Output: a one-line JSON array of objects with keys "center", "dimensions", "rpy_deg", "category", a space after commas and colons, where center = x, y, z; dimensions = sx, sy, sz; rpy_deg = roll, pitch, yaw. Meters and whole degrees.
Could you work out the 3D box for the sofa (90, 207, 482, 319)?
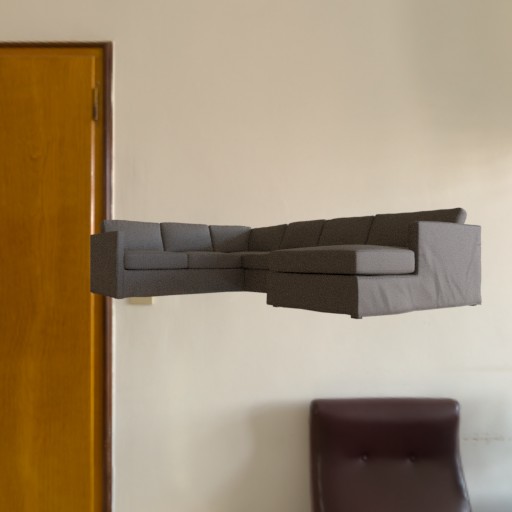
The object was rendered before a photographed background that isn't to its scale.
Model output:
[{"center": [0.000, 0.000, 4.549], "dimensions": [2.427, 0.882, 3.460], "rpy_deg": [0, -1, -35], "category": "sofa"}]
